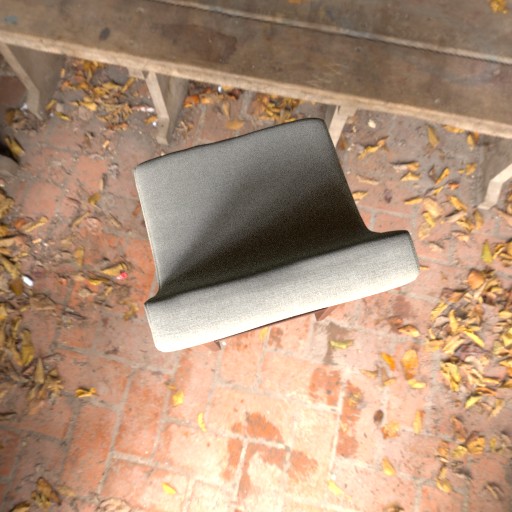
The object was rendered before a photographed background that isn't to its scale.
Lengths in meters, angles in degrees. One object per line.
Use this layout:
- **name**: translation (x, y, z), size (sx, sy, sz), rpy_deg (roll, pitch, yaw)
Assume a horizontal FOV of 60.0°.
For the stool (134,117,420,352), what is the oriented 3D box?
- **stool**: translation (0.000, 0.000, 1.328), size (0.511, 1.037, 0.500), rpy_deg (-16, 76, -4)
